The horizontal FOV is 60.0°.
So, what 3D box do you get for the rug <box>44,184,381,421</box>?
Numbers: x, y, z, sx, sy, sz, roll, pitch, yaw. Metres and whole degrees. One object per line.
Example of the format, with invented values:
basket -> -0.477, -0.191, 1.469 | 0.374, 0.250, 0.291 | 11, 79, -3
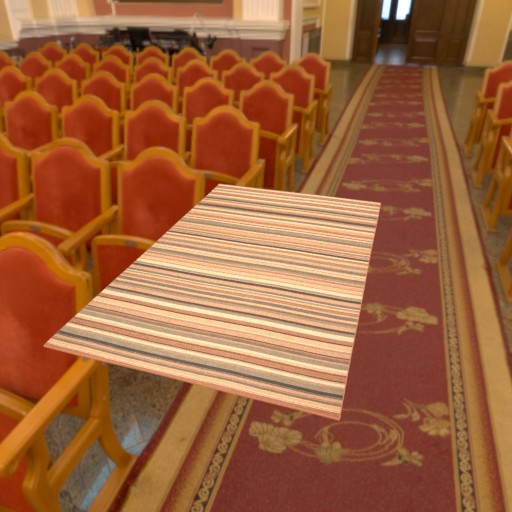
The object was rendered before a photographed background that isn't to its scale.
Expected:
rug -> 0.000, 0.000, 3.081 | 1.523, 0.014, 2.438 | 9, 31, 15
